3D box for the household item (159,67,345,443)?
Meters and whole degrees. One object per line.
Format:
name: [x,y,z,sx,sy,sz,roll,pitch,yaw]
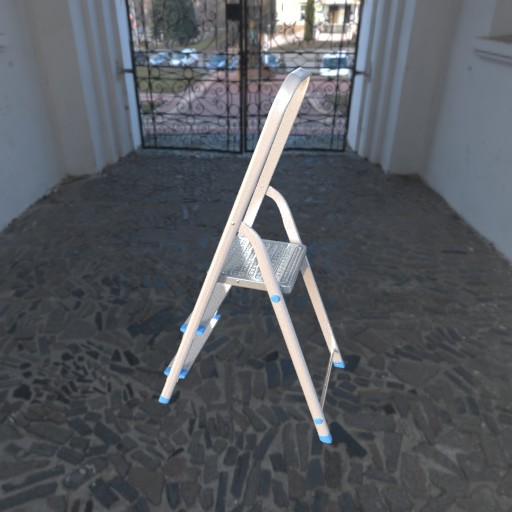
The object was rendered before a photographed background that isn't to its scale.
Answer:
household item: [0.000,0.000,1.550,0.687,1.215,0.420,8,31,14]
